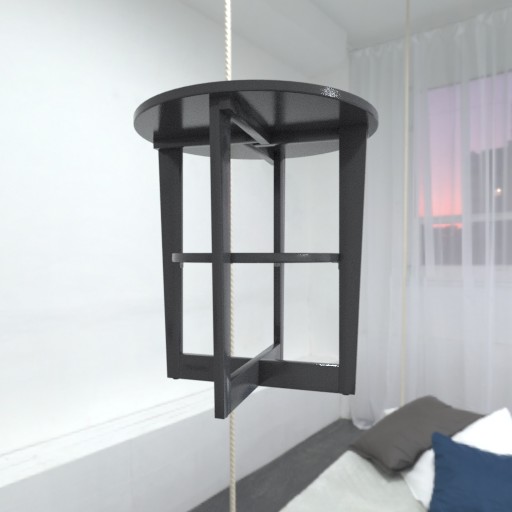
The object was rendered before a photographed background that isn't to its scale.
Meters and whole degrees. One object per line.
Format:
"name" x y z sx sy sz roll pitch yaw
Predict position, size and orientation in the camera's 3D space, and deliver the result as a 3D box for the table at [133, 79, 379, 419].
"table" 0.000 0.000 0.938 0.500 0.550 0.500 0 0 0
